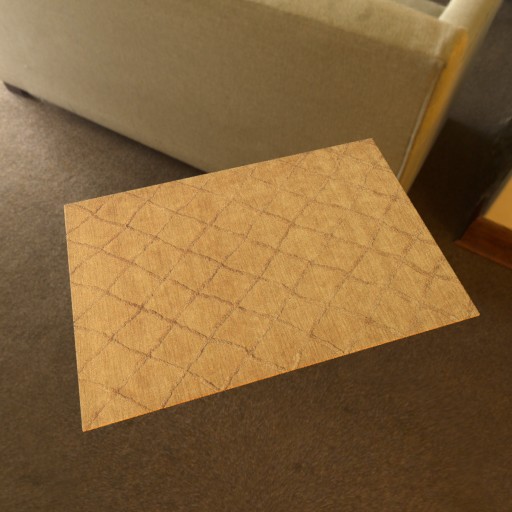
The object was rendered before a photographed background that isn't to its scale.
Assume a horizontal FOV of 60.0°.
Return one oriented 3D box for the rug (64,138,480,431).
[{"bbox_3d":[0.000,0.000,2.820,2.292,0.014,1.528,-14,59,-9],"label":"rug"}]
